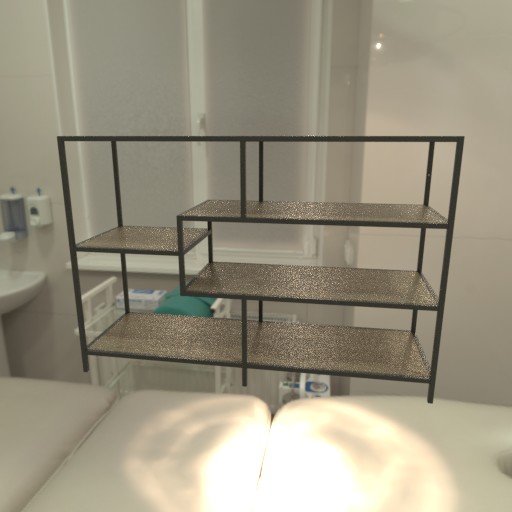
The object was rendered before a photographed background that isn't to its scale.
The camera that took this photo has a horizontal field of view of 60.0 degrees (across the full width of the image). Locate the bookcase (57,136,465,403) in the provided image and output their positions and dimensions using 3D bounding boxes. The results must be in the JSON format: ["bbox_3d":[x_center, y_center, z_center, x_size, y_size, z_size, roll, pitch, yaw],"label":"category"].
[{"bbox_3d":[0.000,0.000,1.491,1.140,0.780,0.350,2,15,9],"label":"bookcase"}]
